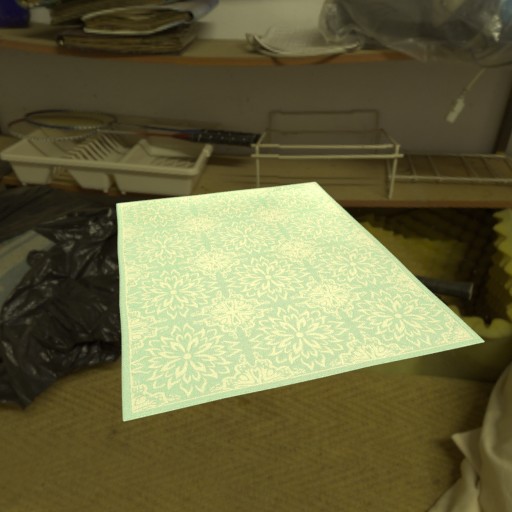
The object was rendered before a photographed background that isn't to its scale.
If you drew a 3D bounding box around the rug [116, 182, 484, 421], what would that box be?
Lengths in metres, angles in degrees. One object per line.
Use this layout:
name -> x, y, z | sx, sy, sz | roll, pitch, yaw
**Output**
rug -> 0.000, 0.000, 3.938 | 2.363, 0.012, 2.980 | -8, 32, -13
